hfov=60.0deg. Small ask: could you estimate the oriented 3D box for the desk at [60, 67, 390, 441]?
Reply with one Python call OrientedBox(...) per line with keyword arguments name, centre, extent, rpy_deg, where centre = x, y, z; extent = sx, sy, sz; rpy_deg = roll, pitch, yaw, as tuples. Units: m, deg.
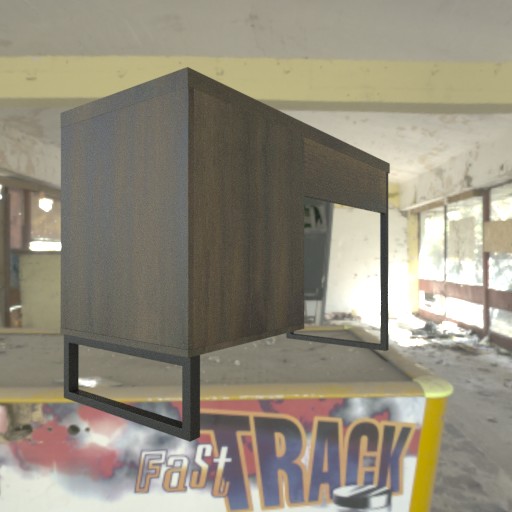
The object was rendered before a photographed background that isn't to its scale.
OrientedBox(name="desk", centre=(0.000, 0.000, 1.490), extent=(0.511, 0.752, 1.134), rpy_deg=(0, 0, 37))
